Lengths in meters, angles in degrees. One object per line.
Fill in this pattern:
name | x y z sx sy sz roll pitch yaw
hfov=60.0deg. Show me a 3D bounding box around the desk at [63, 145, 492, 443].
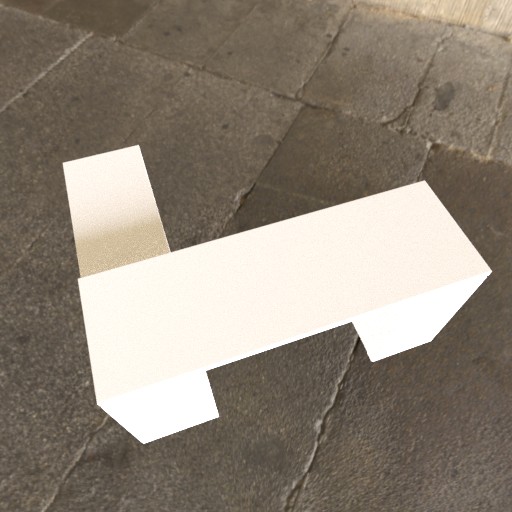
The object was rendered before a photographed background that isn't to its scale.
desk | 0.000 0.000 2.212 1.524 0.759 1.199 -16 59 -10
